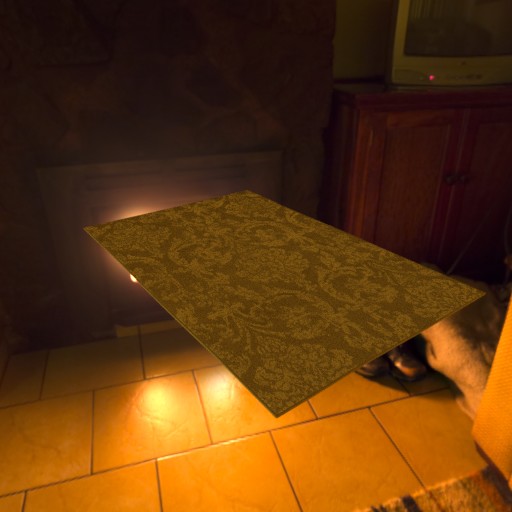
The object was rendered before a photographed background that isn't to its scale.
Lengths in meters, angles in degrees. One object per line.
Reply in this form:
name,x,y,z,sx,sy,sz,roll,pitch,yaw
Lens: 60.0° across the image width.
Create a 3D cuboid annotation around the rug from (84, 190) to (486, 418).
rug,0.000,0.000,2.311,1.206,0.012,1.824,-18,32,-32
